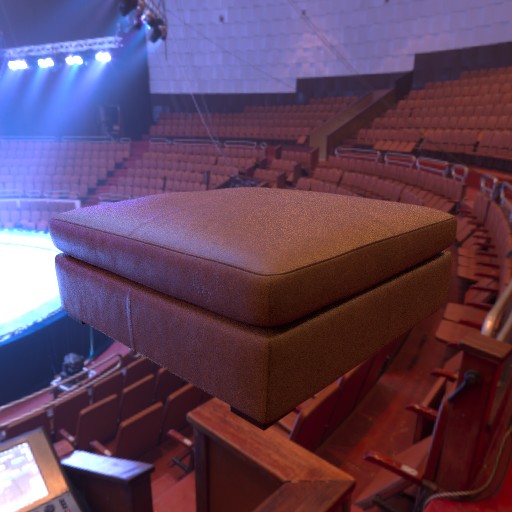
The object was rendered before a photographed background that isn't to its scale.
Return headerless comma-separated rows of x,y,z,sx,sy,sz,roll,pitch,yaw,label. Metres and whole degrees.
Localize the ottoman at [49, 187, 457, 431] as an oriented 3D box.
0.000,0.000,1.758,1.168,0.490,1.168,13,20,41,ottoman
